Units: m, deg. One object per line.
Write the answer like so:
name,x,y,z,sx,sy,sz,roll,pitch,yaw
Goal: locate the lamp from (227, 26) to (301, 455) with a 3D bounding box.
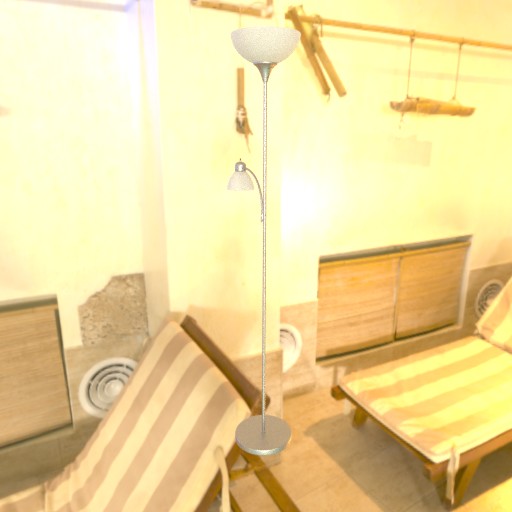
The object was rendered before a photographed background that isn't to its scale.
lamp,0.000,0.000,2.008,0.279,1.804,0.425,-8,17,-27
